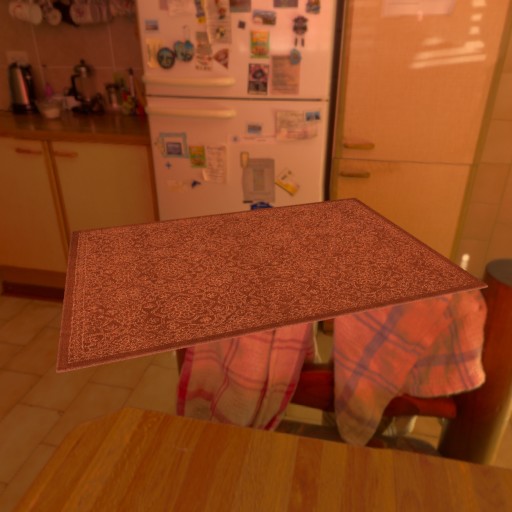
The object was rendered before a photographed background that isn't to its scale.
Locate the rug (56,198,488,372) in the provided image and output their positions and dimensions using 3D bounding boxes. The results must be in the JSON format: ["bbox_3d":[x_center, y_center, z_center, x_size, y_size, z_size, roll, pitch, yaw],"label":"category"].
[{"bbox_3d":[0.000,0.000,2.275,1.829,0.010,1.219,-9,29,-16],"label":"rug"}]
